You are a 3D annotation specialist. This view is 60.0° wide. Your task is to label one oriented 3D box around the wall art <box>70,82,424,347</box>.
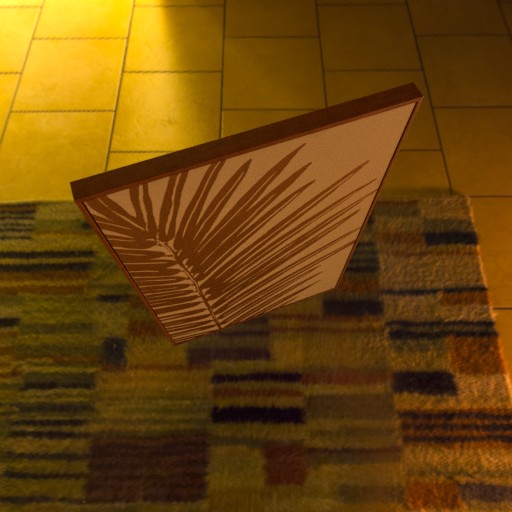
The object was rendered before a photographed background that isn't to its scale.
[{"bbox_3d":[0.000,0.000,1.145,0.610,0.914,0.037,-19,66,-9],"label":"wall art"}]
